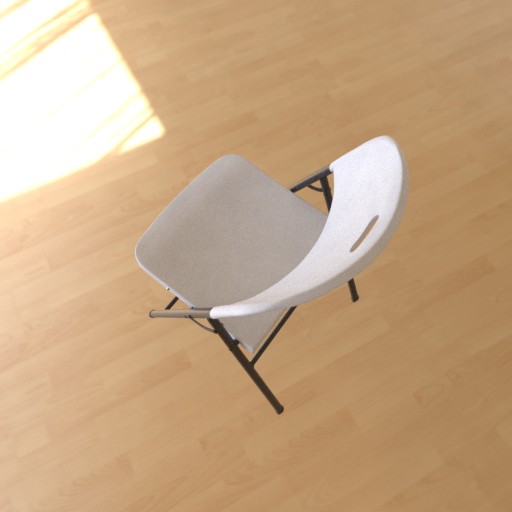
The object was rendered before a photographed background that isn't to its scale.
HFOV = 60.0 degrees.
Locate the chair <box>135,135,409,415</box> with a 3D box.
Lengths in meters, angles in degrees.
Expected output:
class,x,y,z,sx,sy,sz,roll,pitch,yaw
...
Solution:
class,x,y,z,sx,sy,sz,roll,pitch,yaw
chair,0.000,0.000,1.184,0.566,0.810,0.494,33,68,15
